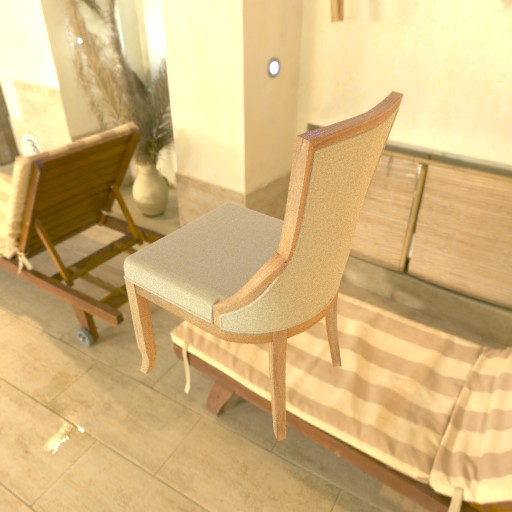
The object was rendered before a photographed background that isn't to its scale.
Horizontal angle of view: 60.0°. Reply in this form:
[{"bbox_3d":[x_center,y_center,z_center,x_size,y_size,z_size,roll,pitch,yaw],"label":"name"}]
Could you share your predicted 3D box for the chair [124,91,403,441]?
[{"bbox_3d":[0.000,0.000,1.343,0.641,0.947,0.524,22,38,30],"label":"chair"}]
